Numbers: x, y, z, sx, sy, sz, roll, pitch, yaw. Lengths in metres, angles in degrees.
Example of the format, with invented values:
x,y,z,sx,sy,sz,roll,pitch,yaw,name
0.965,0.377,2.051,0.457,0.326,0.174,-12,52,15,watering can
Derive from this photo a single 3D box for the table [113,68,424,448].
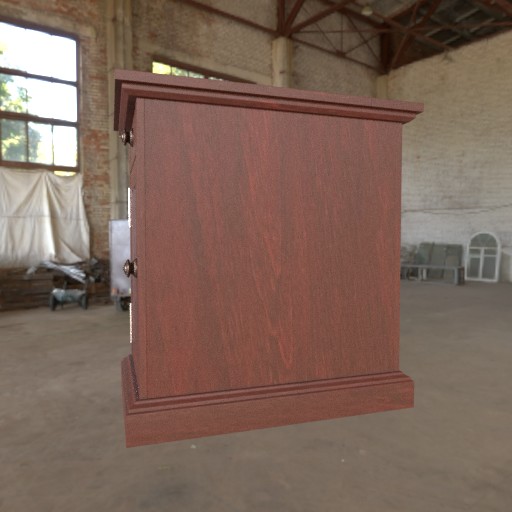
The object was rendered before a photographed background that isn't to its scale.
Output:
x,y,z,sx,sy,sz,roll,pitch,yaw,name
0.000,0.000,0.969,0.584,0.612,0.356,-1,2,-18,table
